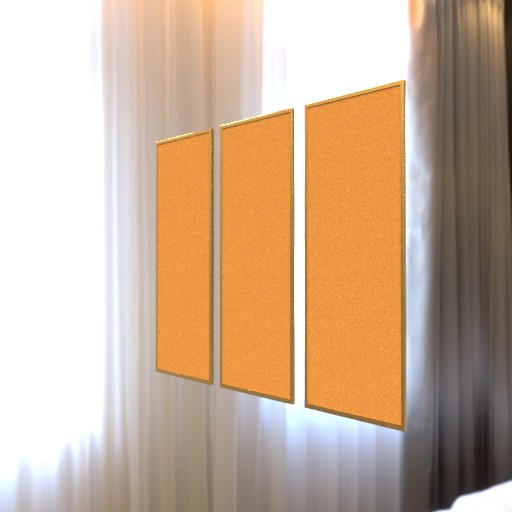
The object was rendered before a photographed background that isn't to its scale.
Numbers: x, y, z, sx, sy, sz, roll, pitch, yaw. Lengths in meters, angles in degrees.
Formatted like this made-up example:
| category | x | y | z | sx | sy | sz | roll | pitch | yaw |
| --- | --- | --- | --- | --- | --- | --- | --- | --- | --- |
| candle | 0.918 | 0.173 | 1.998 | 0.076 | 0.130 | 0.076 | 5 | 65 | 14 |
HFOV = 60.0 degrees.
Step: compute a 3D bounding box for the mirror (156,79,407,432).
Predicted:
| category | x | y | z | sx | sy | sz | roll | pitch | yaw |
| --- | --- | --- | --- | --- | --- | --- | --- | --- | --- |
| mirror | 0.000 | 0.000 | 1.486 | 1.011 | 0.926 | 0.023 | 0 | -1 | 38 |
